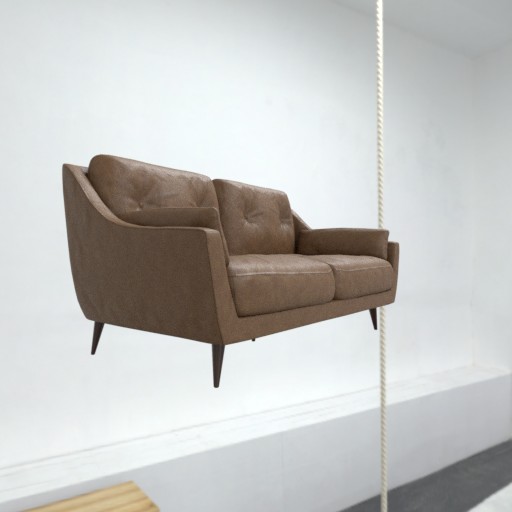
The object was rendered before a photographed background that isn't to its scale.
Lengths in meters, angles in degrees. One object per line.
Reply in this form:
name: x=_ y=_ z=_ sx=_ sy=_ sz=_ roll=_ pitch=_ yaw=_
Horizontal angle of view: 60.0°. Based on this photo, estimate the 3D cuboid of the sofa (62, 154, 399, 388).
sofa: x=0.000 y=0.000 z=2.289 sx=0.981 sy=0.886 sz=1.731 roll=0 pitch=0 yaw=37
